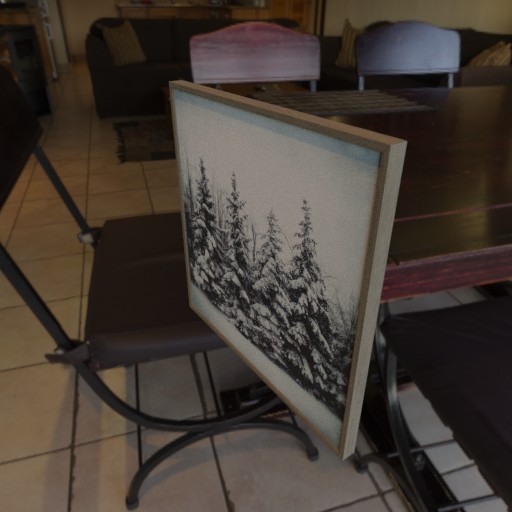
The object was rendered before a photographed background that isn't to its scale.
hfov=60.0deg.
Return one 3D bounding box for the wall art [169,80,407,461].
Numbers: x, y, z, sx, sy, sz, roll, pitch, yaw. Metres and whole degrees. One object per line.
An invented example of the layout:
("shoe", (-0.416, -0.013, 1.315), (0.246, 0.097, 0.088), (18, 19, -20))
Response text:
("wall art", (0.000, 0.000, 1.141), (0.039, 0.758, 0.758), (-20, 35, -30))
